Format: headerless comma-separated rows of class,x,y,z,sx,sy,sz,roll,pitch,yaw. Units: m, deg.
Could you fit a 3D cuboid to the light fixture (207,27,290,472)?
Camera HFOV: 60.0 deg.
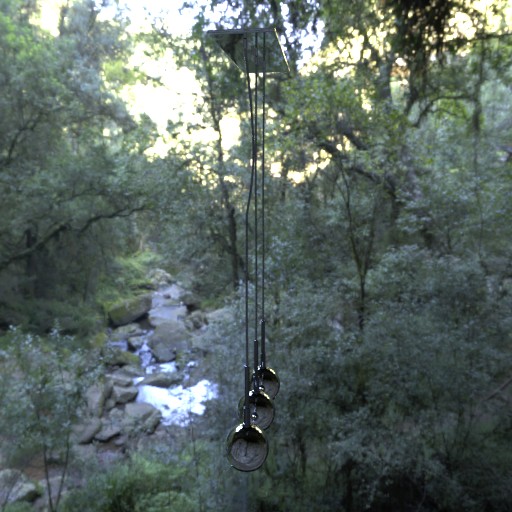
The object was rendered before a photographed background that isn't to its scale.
light fixture,0.000,0.000,1.657,0.188,1.408,0.623,2,13,8
